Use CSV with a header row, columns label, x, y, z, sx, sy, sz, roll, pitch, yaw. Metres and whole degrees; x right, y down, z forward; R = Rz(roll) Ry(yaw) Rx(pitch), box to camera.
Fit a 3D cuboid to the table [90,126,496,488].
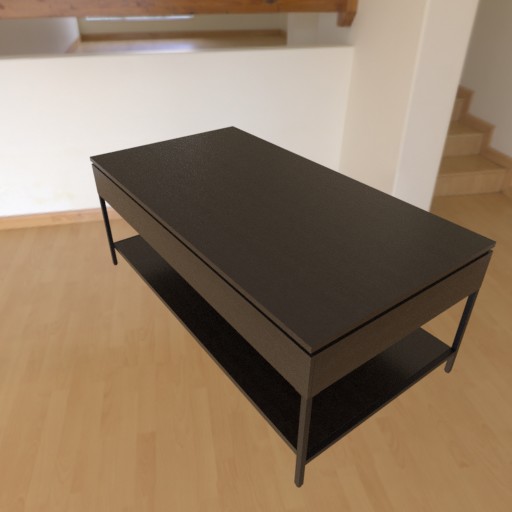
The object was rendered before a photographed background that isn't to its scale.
label,x,y,z,sx,sy,sz,roll,pitch,yaw
table,0.000,0.000,1.368,0.574,0.435,1.095,-22,39,-30
